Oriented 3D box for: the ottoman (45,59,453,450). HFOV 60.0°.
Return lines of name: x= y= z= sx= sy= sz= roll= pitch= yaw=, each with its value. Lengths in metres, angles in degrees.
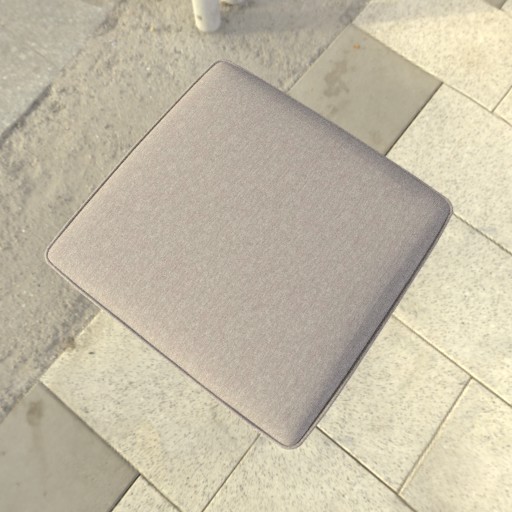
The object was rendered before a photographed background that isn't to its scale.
ottoman: x=0.000 y=0.000 z=1.402 sx=0.871 sy=0.612 sz=0.808 roll=35 pitch=78 yaw=9
